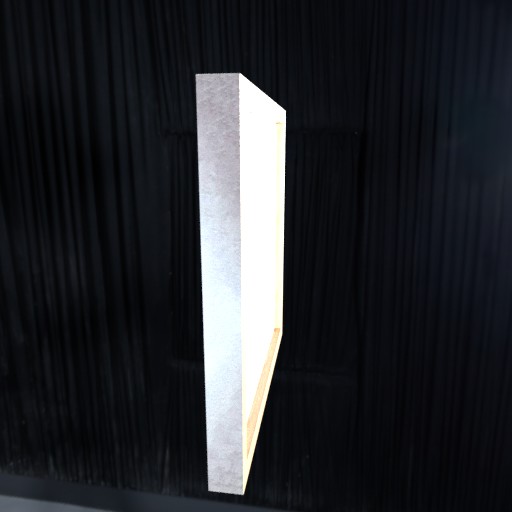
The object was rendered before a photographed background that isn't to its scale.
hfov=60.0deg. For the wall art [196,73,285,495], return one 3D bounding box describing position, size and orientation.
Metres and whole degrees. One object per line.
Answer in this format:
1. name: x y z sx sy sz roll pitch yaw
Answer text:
1. wall art: 0.000 0.000 0.452 0.028 0.303 0.303 2 14 9
